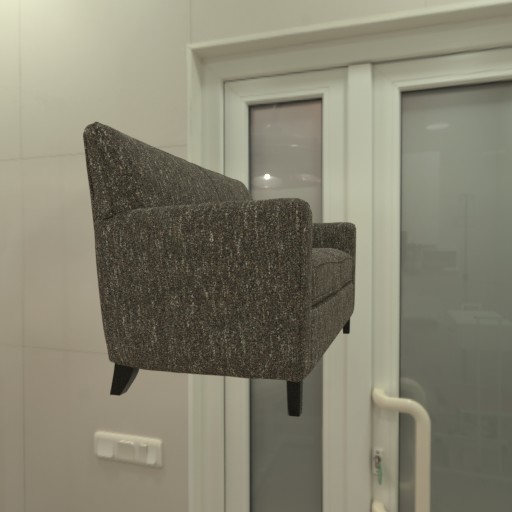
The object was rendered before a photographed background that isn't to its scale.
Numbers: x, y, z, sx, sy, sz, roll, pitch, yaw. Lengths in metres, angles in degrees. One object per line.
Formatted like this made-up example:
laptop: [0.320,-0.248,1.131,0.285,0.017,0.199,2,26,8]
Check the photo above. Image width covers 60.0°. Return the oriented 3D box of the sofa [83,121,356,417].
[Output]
sofa: [0.000,0.000,2.102,0.801,0.946,1.519,0,1,18]
